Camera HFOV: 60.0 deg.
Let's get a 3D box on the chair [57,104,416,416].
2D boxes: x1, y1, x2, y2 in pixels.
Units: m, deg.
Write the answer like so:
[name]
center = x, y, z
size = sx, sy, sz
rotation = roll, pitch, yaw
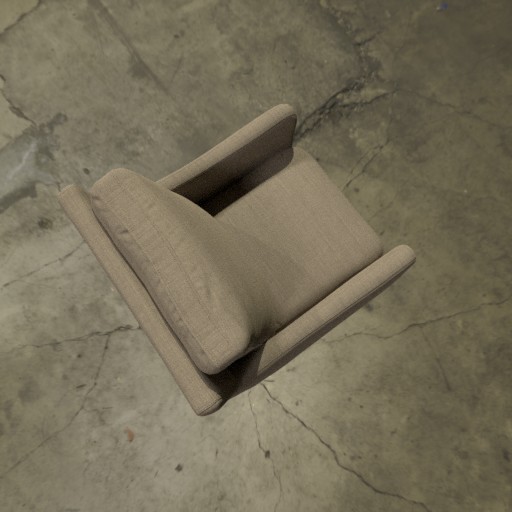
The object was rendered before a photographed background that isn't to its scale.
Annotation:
[chair]
center = 0.000, 0.000, 1.357
size = 0.694, 0.914, 0.626
rotation = -35, 78, -9
